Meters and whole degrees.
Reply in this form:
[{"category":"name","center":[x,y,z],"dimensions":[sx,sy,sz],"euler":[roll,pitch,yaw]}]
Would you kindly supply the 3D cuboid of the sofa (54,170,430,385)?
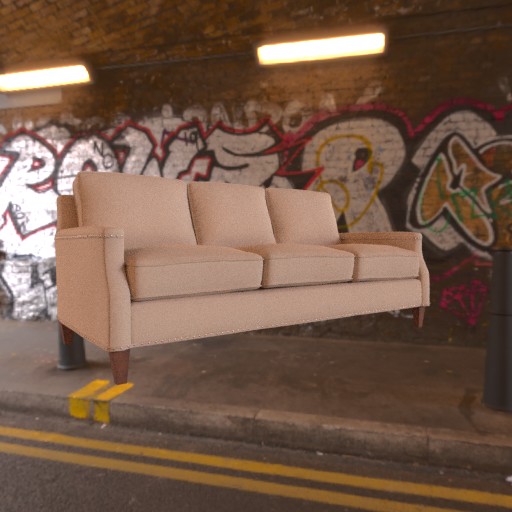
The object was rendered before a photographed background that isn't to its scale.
[{"category":"sofa","center":[0.000,0.000,2.837],"dimensions":[2.246,1.003,1.084],"euler":[-1,2,-36]}]
